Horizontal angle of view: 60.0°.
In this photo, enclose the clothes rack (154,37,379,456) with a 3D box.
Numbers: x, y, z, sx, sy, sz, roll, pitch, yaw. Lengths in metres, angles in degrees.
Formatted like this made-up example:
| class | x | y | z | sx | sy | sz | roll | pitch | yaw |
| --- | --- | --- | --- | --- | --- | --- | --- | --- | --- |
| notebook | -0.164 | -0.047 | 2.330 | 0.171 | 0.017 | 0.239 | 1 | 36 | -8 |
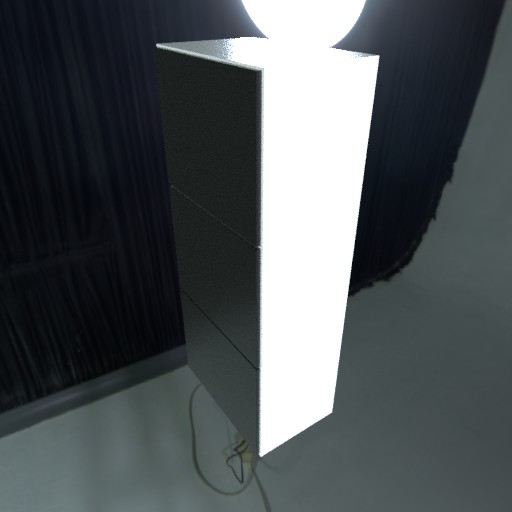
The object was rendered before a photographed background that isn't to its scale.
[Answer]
| class | x | y | z | sx | sy | sz | roll | pitch | yaw |
| --- | --- | --- | --- | --- | --- | --- | --- | --- | --- |
| clothes rack | 0.000 | 0.000 | 1.396 | 0.330 | 1.187 | 0.500 | -20 | 36 | -29 |
